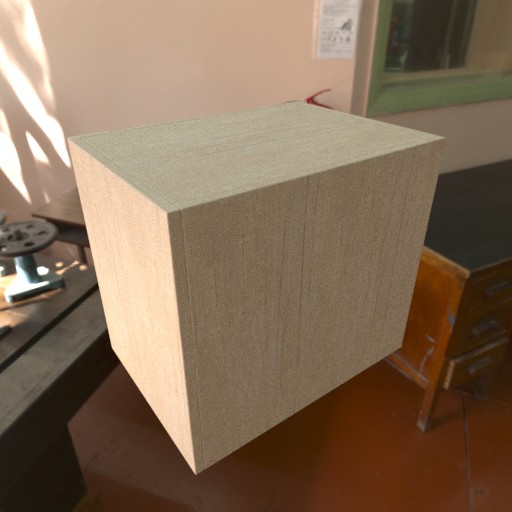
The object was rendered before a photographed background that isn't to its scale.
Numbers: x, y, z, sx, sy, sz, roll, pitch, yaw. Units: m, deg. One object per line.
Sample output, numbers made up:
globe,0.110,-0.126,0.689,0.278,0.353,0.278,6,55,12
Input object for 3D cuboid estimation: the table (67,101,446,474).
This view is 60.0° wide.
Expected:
table,0.000,0.000,0.951,0.570,0.510,0.420,-20,36,-31
